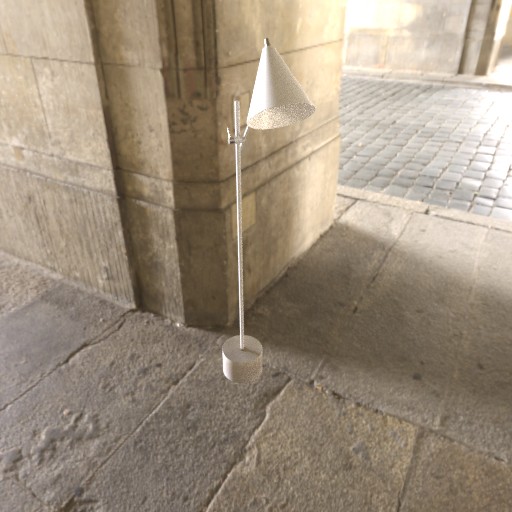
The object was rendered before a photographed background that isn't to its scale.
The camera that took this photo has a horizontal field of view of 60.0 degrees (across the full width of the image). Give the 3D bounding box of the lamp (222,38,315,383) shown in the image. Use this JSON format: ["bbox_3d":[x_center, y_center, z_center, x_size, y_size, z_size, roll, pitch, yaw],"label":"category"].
[{"bbox_3d":[0.000,0.000,1.602,0.223,1.430,0.508,-8,32,-14],"label":"lamp"}]
